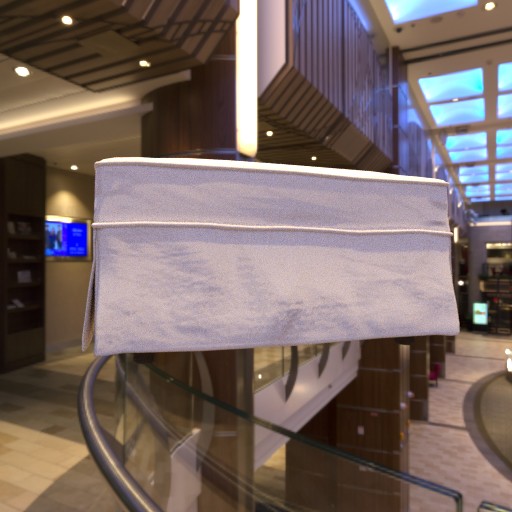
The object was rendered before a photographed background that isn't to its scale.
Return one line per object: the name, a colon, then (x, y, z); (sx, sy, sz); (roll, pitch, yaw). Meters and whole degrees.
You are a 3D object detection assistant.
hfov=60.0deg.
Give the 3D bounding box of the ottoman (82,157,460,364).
ottoman: (0.000, 0.000, 1.336); (0.944, 0.479, 0.703); (0, 0, -18)
